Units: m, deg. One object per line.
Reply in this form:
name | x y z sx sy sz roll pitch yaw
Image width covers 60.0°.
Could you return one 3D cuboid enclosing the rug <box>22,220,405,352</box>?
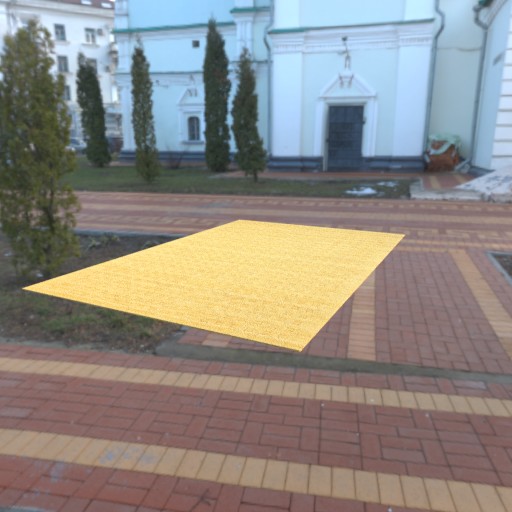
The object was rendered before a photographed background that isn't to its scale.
rug | 0.000 0.000 2.917 1.524 0.006 2.286 7 16 26
